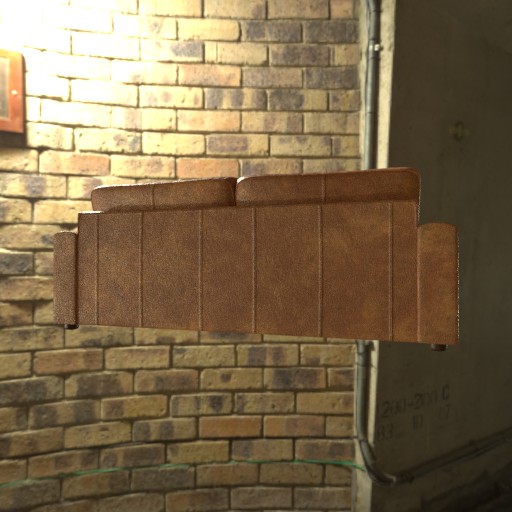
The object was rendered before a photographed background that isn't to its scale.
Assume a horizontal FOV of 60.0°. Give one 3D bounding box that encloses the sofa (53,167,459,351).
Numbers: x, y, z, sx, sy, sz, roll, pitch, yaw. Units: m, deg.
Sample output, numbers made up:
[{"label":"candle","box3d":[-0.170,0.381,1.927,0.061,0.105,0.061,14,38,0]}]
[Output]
[{"label":"sofa","box3d":[0.000,0.000,2.741,2.179,0.873,1.016,0,-1,18]}]
